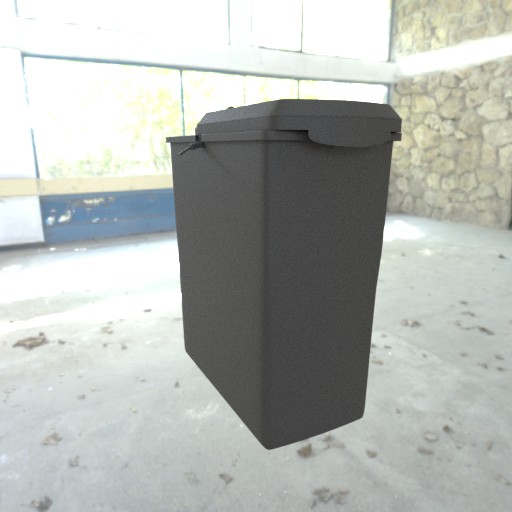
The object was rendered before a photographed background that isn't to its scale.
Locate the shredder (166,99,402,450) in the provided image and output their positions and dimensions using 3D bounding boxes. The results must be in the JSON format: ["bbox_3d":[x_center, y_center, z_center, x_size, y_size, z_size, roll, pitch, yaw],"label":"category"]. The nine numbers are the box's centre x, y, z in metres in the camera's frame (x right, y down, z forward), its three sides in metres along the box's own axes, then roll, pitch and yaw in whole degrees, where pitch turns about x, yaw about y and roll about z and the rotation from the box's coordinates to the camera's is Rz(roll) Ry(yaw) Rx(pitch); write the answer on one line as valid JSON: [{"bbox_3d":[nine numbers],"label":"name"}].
[{"bbox_3d":[0.000,0.000,0.526,0.170,0.335,0.320,-7,15,-27],"label":"shredder"}]
